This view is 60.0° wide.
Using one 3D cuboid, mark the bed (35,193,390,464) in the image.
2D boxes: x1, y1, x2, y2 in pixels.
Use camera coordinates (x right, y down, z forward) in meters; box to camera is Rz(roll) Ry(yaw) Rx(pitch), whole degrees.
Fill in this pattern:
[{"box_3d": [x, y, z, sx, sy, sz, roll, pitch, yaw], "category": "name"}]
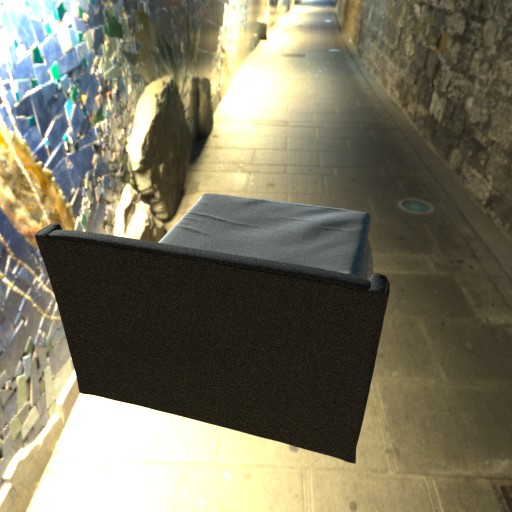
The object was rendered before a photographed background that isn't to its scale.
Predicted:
[{"box_3d": [0.000, 0.000, 3.465, 1.925, 1.332, 2.276, 9, 33, 14], "category": "bed"}]
